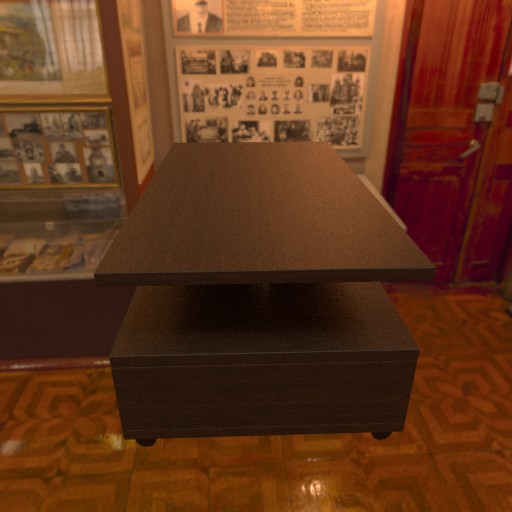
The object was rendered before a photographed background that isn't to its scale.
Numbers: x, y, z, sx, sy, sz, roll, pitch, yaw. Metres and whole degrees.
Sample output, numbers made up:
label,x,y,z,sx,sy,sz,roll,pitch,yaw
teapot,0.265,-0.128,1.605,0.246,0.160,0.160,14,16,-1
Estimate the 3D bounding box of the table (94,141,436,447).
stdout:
label,x,y,z,sx,sy,sz,roll,pitch,yaw
table,0.000,0.000,1.332,0.590,0.460,1.050,-1,26,-2
